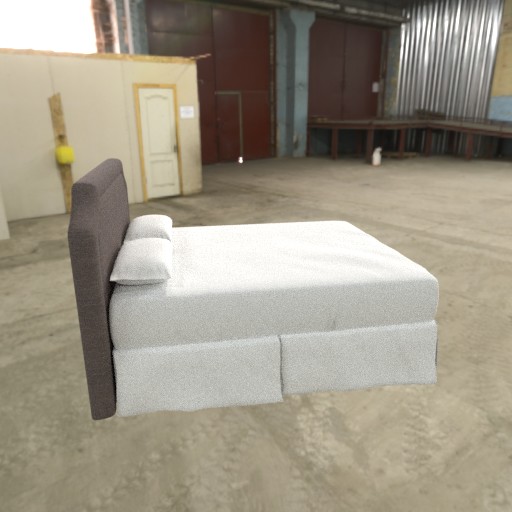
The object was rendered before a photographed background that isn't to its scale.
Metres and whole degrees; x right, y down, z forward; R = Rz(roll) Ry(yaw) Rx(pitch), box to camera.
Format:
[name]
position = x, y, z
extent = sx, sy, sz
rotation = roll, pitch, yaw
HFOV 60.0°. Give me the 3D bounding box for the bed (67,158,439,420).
[bed]
position = 0.000, 0.000, 3.169
extent = 2.116, 1.290, 1.693
rotation = -3, 18, -10
